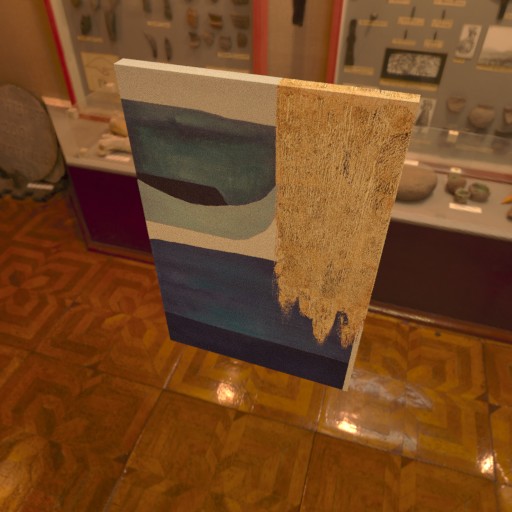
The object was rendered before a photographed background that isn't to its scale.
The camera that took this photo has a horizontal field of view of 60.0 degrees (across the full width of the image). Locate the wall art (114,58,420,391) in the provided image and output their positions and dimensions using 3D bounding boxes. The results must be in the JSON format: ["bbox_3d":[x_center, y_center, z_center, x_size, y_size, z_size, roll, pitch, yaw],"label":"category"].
[{"bbox_3d":[0.000,0.000,1.153,0.607,0.911,0.039,13,43,14],"label":"wall art"}]
